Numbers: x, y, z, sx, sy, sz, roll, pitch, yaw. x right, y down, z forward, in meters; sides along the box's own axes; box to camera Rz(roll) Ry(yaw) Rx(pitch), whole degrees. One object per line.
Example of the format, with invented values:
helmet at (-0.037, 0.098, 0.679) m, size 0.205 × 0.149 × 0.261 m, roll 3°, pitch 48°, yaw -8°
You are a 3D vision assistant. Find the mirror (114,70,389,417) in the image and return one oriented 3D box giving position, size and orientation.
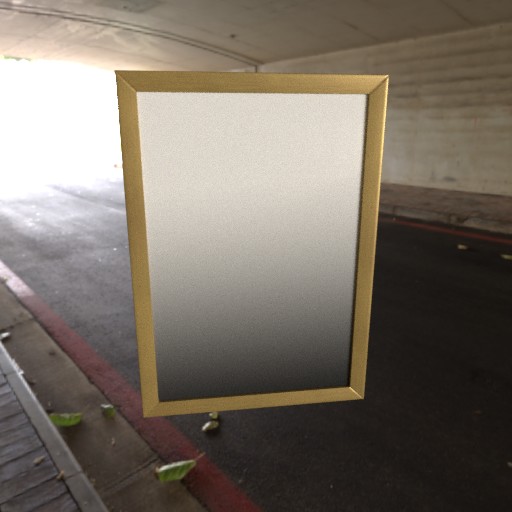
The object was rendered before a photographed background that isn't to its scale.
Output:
mirror at (0.000, 0.000, 0.929) m, size 0.507 × 0.710 × 0.040 m, roll -2°, pitch 16°, yaw -8°
